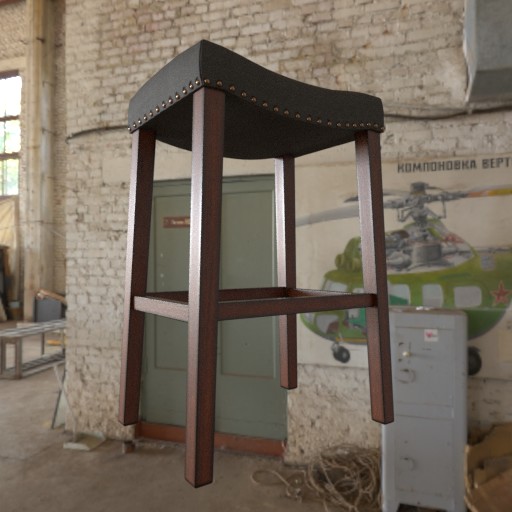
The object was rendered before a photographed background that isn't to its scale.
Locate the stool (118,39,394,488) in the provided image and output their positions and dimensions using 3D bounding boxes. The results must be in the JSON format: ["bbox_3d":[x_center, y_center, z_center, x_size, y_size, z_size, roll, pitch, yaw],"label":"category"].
[{"bbox_3d":[0.000,0.000,1.001,0.502,0.748,0.366,1,-1,-36],"label":"stool"}]
